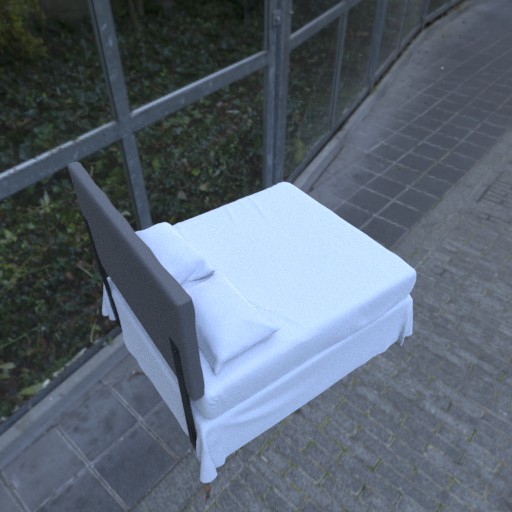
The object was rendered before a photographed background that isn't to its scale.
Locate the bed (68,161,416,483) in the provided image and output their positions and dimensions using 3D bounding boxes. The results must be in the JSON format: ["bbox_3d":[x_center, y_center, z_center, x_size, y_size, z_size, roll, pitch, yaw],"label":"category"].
[{"bbox_3d":[0.000,0.000,3.504,2.222,1.577,1.936,-25,47,-26],"label":"bed"}]
